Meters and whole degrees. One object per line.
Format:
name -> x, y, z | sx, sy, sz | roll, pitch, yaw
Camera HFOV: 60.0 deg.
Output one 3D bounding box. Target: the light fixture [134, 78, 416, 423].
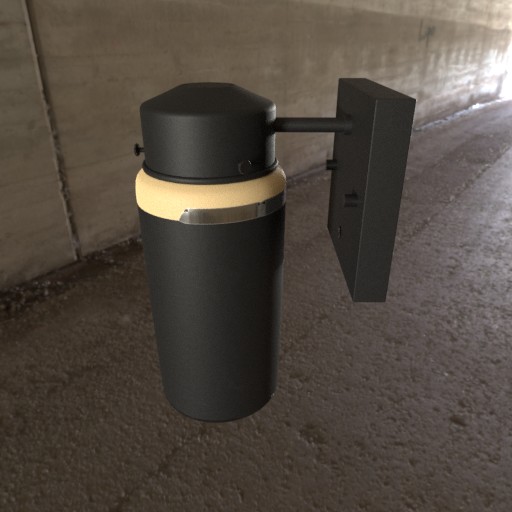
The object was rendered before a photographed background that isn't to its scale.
light fixture -> 0.000, 0.000, 0.355 | 0.176, 0.257, 0.130 | 0, 27, 1
